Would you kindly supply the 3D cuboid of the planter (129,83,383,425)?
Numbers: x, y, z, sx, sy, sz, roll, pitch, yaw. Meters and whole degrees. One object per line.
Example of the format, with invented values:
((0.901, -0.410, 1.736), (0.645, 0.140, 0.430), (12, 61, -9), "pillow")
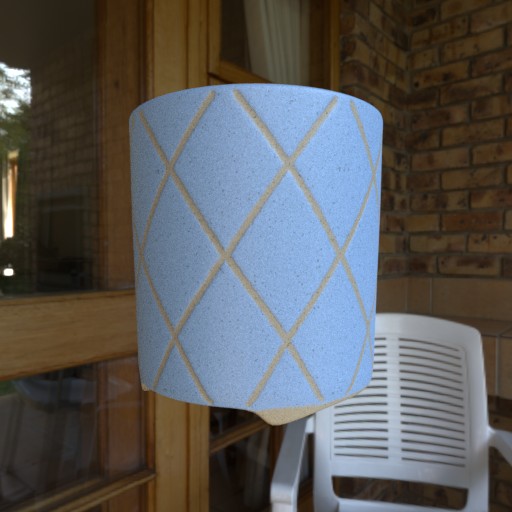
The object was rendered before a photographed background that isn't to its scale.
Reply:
((0.000, 0.000, 0.347), (0.191, 0.200, 0.191), (0, 1, 0), "planter")
